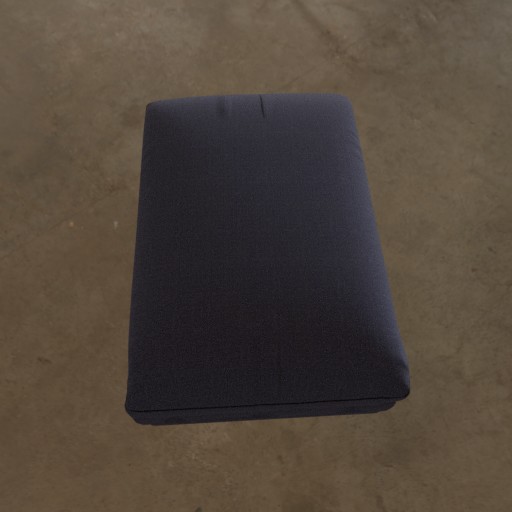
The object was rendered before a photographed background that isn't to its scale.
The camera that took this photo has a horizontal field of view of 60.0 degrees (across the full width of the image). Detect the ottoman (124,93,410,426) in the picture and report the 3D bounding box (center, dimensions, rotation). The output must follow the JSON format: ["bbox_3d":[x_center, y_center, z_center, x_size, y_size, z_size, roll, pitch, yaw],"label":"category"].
[{"bbox_3d":[0.000,0.000,1.109,0.558,0.486,0.767,-3,63,-1],"label":"ottoman"}]
